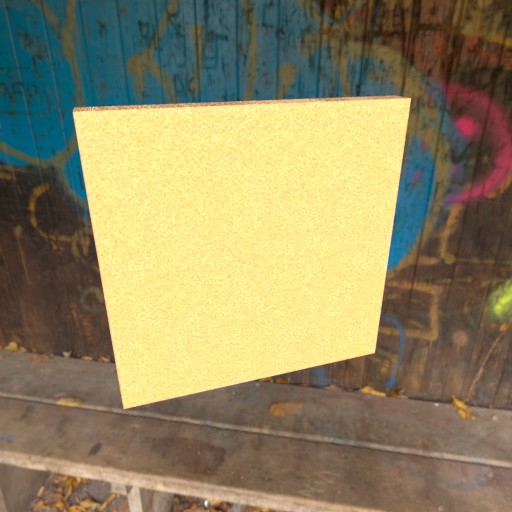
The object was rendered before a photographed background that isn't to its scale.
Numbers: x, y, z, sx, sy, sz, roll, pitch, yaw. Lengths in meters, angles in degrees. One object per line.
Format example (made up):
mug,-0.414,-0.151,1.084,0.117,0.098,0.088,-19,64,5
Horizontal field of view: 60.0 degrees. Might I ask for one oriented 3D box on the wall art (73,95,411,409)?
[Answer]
wall art,0.000,0.000,0.611,0.406,0.403,0.039,-8,27,-16
